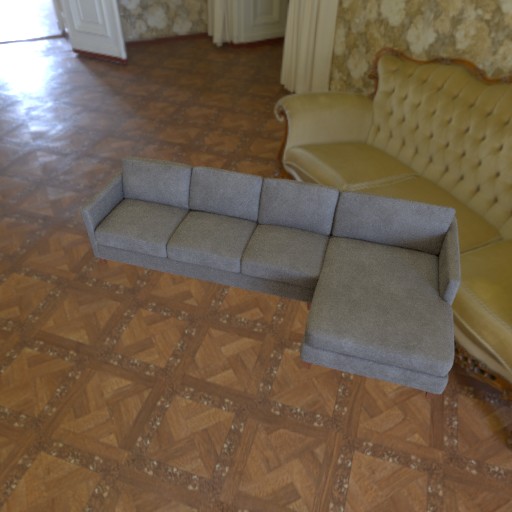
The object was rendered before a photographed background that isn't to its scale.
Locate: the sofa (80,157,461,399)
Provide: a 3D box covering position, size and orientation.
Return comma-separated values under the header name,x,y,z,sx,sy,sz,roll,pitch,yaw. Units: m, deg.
name,x,y,z,sx,sy,sz,roll,pitch,yaw
sofa,0.000,0.000,4.089,3.471,0.950,1.604,11,42,13
